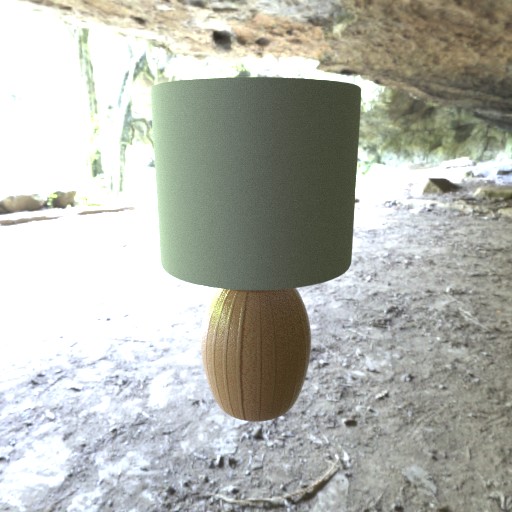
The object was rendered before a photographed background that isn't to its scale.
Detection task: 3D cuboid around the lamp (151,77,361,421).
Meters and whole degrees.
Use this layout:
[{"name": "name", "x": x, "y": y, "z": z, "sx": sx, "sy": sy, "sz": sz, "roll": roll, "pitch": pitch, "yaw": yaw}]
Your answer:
[{"name": "lamp", "x": 0.000, "y": 0.000, "z": 0.778, "sx": 0.329, "sy": 0.570, "sz": 0.329, "roll": 0, "pitch": 15, "yaw": 0}]
